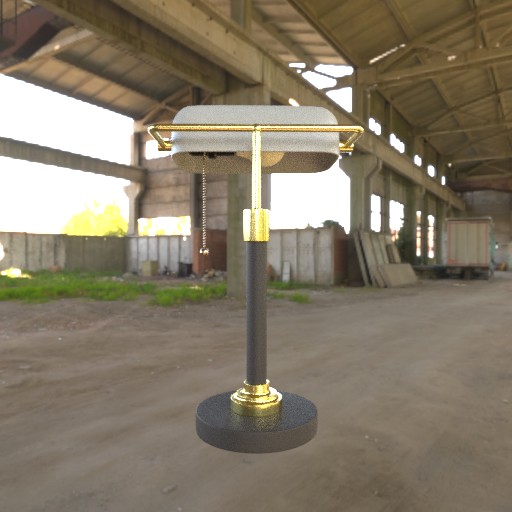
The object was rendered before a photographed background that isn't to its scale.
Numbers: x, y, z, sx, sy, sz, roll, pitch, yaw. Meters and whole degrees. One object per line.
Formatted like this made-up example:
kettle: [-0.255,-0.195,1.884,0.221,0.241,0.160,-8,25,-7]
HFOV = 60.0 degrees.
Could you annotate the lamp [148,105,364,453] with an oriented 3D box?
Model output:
lamp: [0.000,0.000,0.566,0.269,0.404,0.227,0,1,-1]
